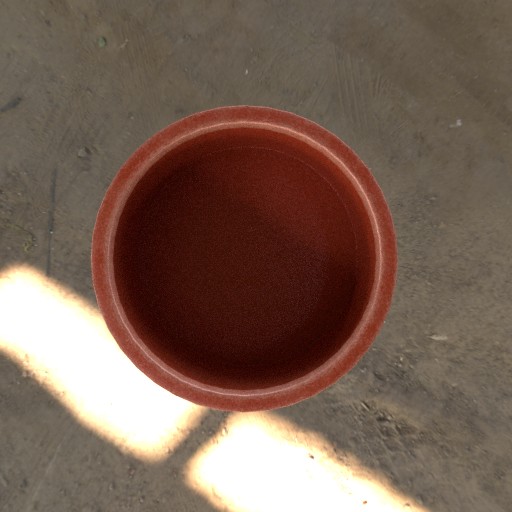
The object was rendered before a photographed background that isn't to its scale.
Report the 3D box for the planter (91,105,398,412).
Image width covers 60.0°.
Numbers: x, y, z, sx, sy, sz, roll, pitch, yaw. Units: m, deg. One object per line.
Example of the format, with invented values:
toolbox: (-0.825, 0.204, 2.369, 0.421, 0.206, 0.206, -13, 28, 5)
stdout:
planter: (0.000, 0.000, 0.509, 0.251, 0.354, 0.235, 0, 91, 0)
